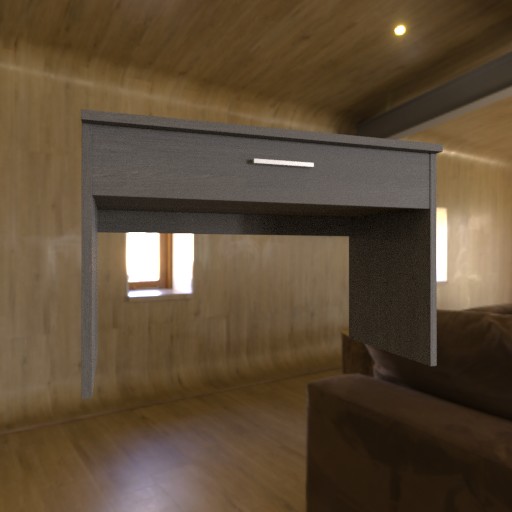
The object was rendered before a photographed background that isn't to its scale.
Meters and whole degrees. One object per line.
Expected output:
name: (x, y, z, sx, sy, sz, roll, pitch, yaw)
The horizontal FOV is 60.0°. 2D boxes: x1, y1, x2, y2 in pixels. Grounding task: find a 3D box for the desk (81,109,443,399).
desk: (0.000, 0.000, 1.538, 1.099, 0.729, 0.557, 0, 0, -18)
